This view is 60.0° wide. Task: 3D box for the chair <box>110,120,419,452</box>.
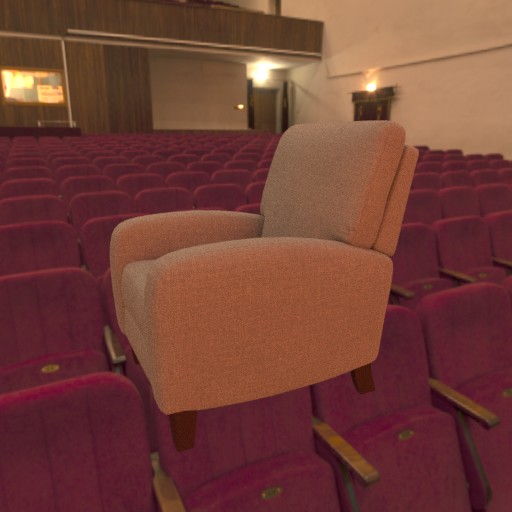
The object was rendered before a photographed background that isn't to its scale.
[{"bbox_3d":[0.000,0.000,1.697,0.990,0.990,0.762,-7,17,-26],"label":"chair"}]
